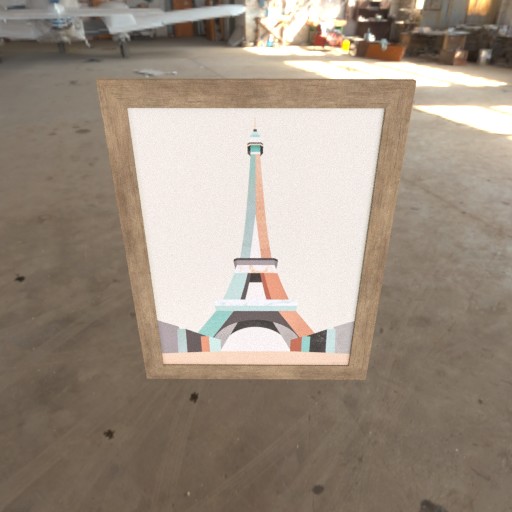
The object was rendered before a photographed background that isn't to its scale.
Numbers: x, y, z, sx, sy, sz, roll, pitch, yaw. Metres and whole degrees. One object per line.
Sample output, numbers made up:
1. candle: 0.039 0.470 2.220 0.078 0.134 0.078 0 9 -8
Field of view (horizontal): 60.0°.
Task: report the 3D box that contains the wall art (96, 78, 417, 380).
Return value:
1. wall art: 0.000 0.000 0.917 0.534 0.686 0.018 0 30 0
